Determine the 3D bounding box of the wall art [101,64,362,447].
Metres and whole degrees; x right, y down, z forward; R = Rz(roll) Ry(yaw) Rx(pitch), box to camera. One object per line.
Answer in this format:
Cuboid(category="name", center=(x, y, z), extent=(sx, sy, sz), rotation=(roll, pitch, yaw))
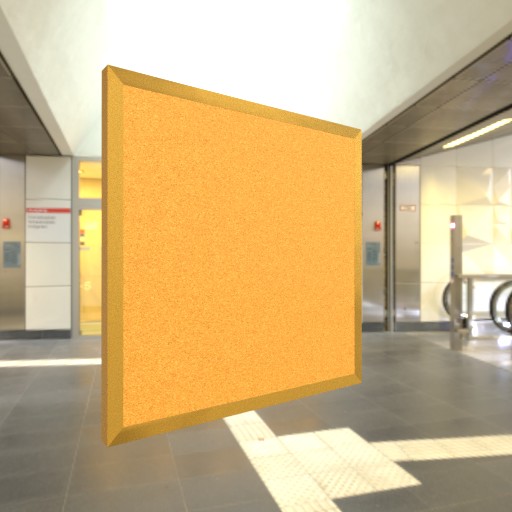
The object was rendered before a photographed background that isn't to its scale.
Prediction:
Cuboid(category="wall art", center=(0.000, 0.000, 1.123), extent=(0.762, 0.762, 0.038), rotation=(0, 0, -36))
